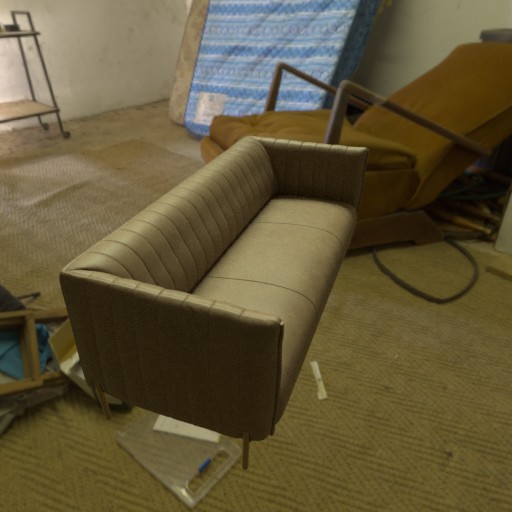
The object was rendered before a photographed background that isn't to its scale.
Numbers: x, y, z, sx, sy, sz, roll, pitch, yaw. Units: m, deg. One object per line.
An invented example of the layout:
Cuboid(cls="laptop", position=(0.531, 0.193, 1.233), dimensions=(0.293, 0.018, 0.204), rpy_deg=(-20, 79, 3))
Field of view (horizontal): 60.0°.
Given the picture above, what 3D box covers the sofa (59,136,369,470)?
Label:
Cuboid(cls="sofa", position=(0.000, 0.000, 2.442), dimensions=(0.876, 0.779, 1.980), rpy_deg=(11, 33, 17))
